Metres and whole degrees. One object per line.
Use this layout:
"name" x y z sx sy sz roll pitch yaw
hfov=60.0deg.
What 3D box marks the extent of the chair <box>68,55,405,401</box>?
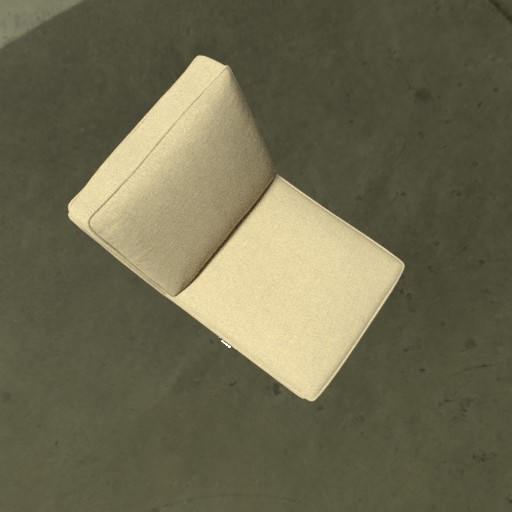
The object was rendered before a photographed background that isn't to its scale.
"chair" 0.000 0.000 1.598 0.938 0.970 0.621 36 78 9
